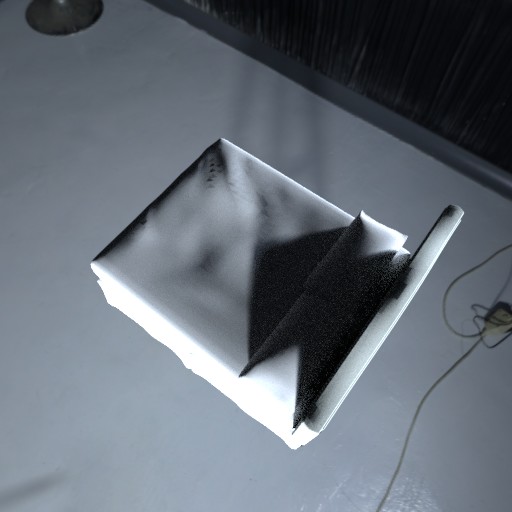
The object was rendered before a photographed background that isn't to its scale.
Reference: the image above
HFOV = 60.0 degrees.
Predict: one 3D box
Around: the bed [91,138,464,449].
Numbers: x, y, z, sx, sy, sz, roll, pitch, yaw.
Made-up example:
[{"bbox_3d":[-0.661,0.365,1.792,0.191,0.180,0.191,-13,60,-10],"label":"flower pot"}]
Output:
[{"bbox_3d":[0.000,0.000,3.428,2.180,1.607,1.813,34,68,16],"label":"bed"}]
